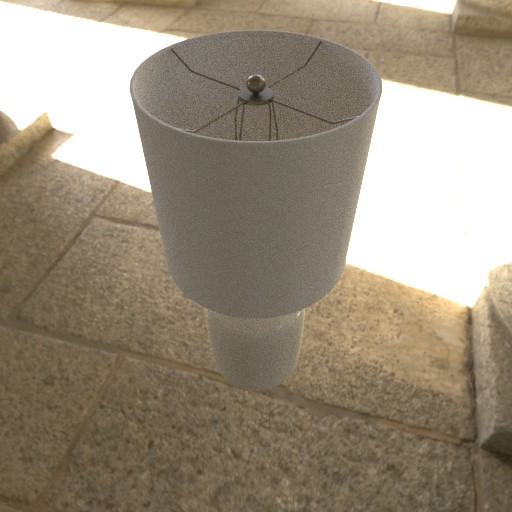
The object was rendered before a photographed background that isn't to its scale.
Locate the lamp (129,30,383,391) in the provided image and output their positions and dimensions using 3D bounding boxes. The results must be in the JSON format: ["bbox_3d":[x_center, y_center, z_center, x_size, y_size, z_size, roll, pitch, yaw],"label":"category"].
[{"bbox_3d":[0.000,0.000,0.475,0.188,0.392,0.188,-10,47,-9],"label":"lamp"}]
